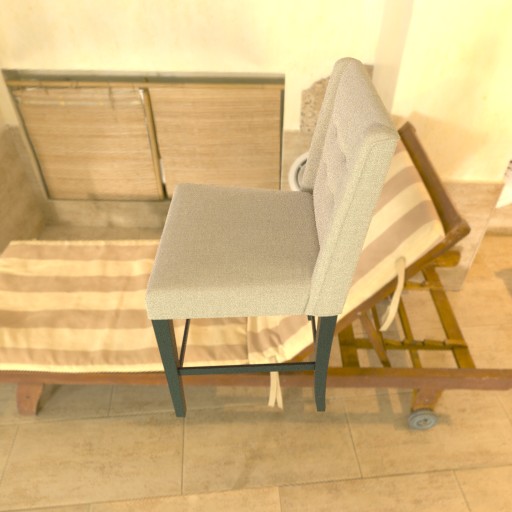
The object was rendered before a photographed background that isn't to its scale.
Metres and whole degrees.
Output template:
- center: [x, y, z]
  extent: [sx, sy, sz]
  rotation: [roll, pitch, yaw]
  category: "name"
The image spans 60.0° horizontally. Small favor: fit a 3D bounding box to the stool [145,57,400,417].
- center: [0.000, 0.000, 1.227]
  extent: [0.509, 0.939, 0.474]
  rotation: [0, 41, 1]
  category: "stool"
